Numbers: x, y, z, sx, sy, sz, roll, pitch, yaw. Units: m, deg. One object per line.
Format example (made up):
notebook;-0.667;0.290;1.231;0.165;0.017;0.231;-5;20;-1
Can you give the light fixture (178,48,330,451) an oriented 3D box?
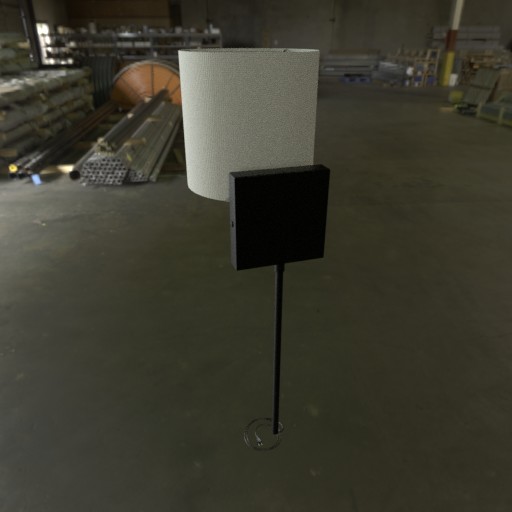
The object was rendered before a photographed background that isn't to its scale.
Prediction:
light fixture;0.000;0.000;0.701;0.188;0.589;0.248;-8;28;-16
